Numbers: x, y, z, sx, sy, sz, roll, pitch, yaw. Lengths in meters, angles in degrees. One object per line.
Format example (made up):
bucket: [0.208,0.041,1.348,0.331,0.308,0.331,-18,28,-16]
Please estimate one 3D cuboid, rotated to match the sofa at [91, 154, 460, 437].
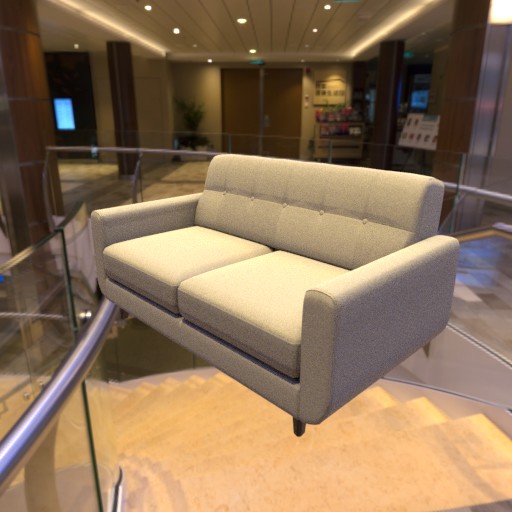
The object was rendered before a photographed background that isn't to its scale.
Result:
sofa: [0.000,0.000,2.232,0.980,0.892,1.655,-17,25,-41]
